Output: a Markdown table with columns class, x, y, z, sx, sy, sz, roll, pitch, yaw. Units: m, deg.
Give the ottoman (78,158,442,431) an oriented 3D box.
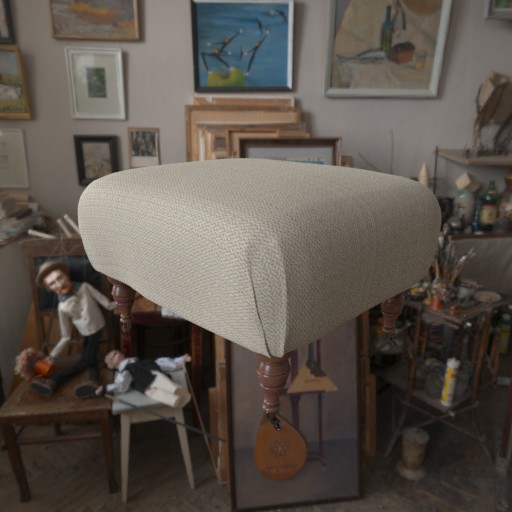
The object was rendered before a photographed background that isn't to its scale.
| class | x | y | z | sx | sy | sz | roll | pitch | yaw |
| --- | --- | --- | --- | --- | --- | --- | --- | --- | --- |
| ottoman | 0.000 | 0.000 | 1.093 | 0.684 | 0.447 | 0.622 | 17 | 24 | 42 |
